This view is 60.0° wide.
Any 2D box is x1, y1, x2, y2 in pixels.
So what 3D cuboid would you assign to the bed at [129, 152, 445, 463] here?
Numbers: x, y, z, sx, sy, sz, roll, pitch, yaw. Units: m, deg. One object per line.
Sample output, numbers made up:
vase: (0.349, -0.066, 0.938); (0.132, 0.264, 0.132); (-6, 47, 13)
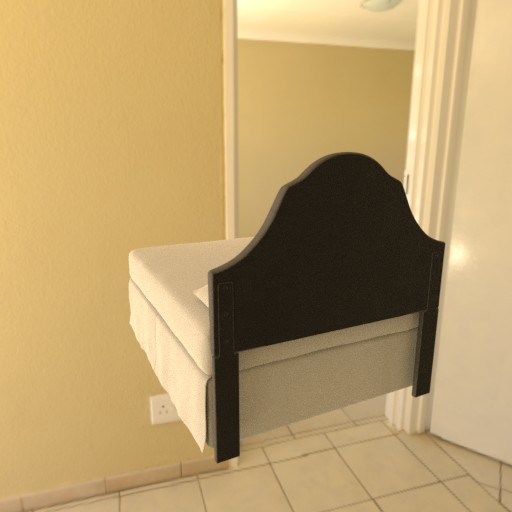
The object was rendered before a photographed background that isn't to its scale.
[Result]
bed: (0.000, 0.000, 3.373); (1.636, 1.575, 2.155); (-7, 16, -26)
